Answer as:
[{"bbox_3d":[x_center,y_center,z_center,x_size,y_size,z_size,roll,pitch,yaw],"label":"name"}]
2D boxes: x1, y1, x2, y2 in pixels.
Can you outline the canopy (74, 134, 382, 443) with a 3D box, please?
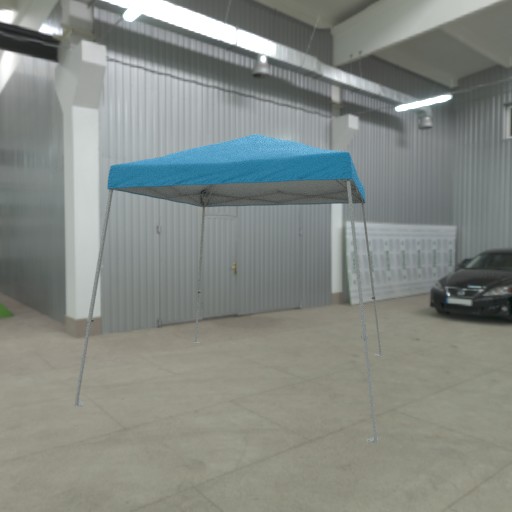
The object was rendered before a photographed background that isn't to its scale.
[{"bbox_3d":[0.000,0.000,6.598,3.599,3.600,3.600,1,2,16],"label":"canopy"}]
